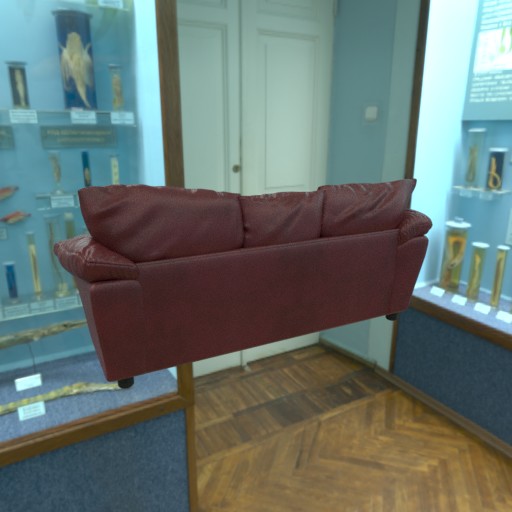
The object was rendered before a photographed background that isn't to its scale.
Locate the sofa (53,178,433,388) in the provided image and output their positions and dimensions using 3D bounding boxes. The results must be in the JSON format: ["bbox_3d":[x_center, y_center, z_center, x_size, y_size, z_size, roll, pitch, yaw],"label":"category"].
[{"bbox_3d":[0.000,0.000,2.927,2.390,1.091,0.907,-8,18,-26],"label":"sofa"}]
